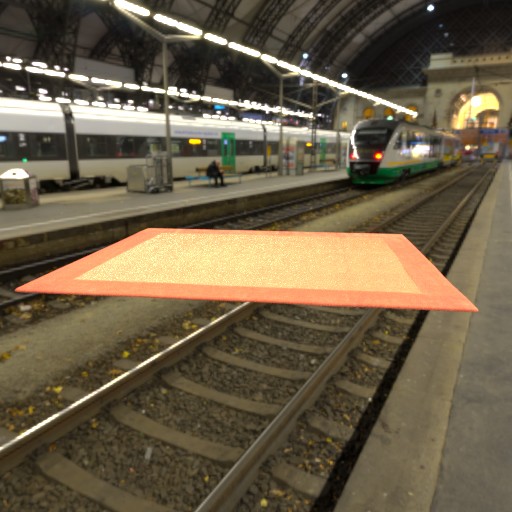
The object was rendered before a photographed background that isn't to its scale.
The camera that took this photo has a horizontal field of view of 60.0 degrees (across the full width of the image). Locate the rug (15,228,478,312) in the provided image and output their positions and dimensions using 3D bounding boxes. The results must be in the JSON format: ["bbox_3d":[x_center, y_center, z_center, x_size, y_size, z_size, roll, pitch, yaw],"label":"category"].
[{"bbox_3d":[0.000,0.000,3.962,2.976,0.018,2.430,2,14,7],"label":"rug"}]
